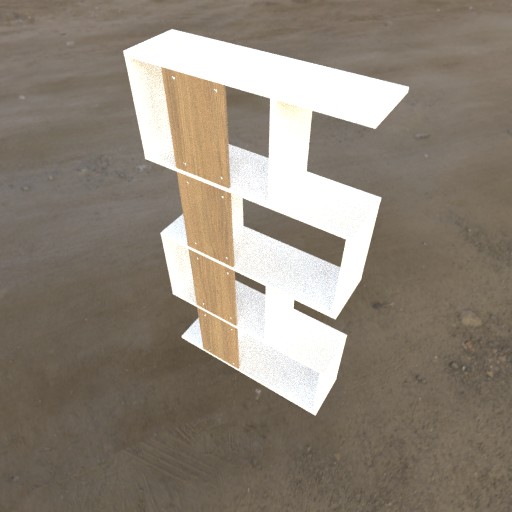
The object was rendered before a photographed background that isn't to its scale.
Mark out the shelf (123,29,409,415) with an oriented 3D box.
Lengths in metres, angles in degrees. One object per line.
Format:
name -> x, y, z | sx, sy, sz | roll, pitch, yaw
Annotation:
shelf -> 0.000, 0.000, 1.957 | 0.890, 1.650, 0.250 | 24, 50, 23
